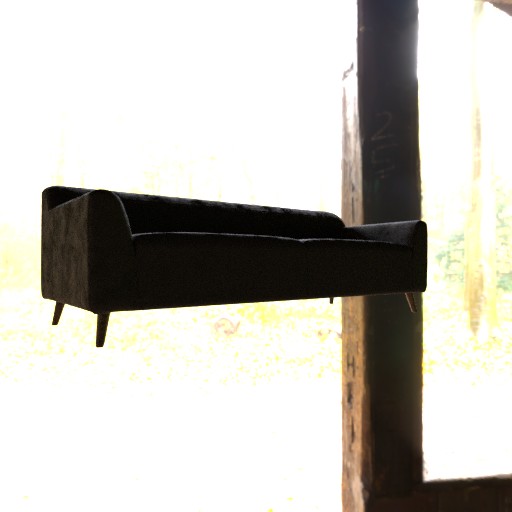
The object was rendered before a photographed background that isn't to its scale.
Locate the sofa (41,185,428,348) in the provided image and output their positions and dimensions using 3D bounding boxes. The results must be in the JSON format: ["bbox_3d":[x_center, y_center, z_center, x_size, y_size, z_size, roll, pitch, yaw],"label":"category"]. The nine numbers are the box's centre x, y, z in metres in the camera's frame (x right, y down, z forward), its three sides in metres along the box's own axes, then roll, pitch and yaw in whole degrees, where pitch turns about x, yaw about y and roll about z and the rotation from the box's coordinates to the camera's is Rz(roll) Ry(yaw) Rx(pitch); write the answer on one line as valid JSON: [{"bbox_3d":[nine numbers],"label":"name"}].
[{"bbox_3d":[0.000,0.000,2.637,2.190,0.740,0.900,1,-1,-36],"label":"sofa"}]
